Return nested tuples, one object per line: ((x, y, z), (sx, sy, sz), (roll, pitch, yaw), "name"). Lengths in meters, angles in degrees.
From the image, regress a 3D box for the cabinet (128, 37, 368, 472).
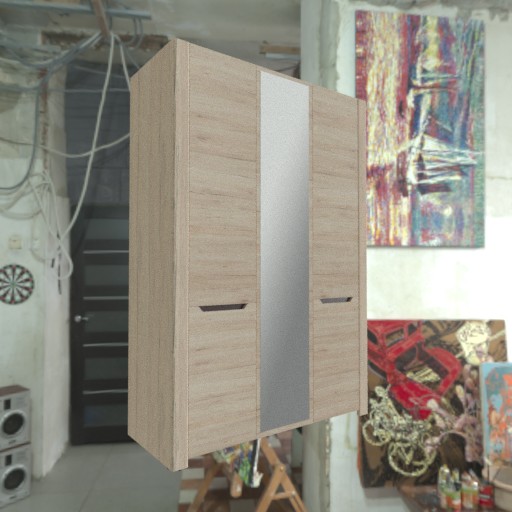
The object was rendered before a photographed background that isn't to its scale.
((0.000, 0.000, 2.749), (1.400, 2.070, 0.580), (1, -2, -36), "cabinet")
